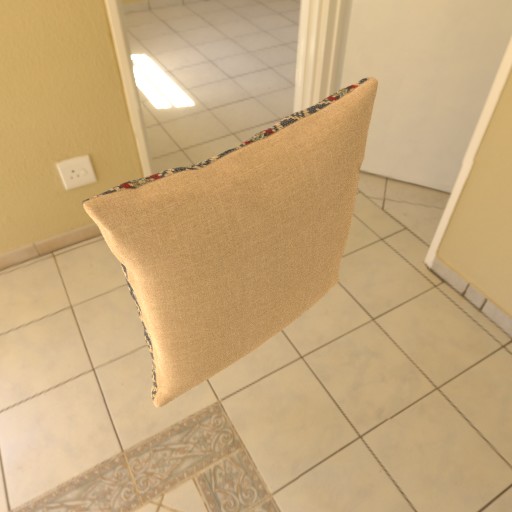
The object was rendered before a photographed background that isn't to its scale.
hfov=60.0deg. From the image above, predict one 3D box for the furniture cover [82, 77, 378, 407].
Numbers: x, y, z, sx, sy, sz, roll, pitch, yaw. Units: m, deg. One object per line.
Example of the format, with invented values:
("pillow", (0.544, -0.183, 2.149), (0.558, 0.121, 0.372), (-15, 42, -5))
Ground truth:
("furniture cover", (0.000, 0.000, 0.671), (0.431, 0.431, 0.139), (-31, 53, -26))
